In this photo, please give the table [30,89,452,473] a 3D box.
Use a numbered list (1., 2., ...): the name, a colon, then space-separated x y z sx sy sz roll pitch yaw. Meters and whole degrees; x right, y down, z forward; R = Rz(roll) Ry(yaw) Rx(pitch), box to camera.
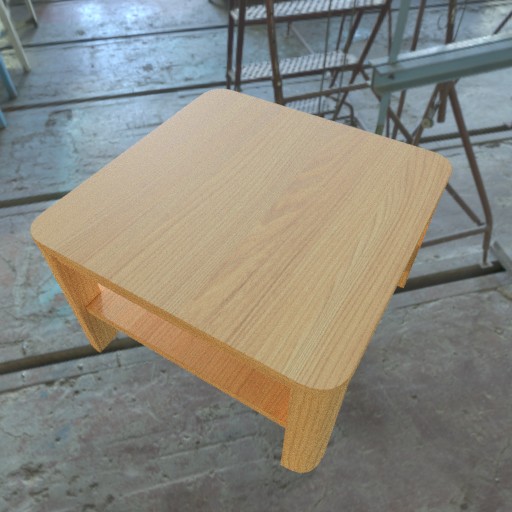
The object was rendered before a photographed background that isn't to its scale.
1. table: 0.000 0.000 1.208 0.750 0.450 0.750 24 53 20
